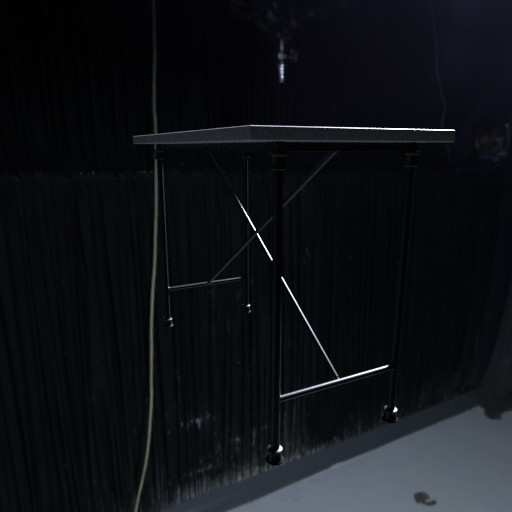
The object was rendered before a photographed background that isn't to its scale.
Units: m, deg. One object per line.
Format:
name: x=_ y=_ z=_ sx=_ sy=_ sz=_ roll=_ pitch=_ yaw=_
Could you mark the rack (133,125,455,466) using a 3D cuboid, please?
rack: x=0.000 y=0.000 z=1.659 sx=0.613 sy=0.880 sz=1.159 roll=-7 pitch=15 yaw=-26
